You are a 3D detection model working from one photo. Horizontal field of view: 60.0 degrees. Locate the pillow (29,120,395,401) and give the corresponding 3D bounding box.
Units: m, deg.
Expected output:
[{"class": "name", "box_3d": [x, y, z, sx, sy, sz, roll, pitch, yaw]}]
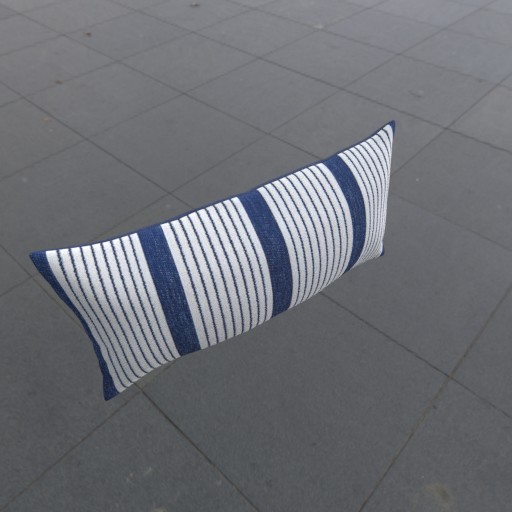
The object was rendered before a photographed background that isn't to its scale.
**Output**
[{"class": "pillow", "box_3d": [0.000, 0.000, 0.732, 0.608, 0.292, 0.156, -25, 51, -22]}]
